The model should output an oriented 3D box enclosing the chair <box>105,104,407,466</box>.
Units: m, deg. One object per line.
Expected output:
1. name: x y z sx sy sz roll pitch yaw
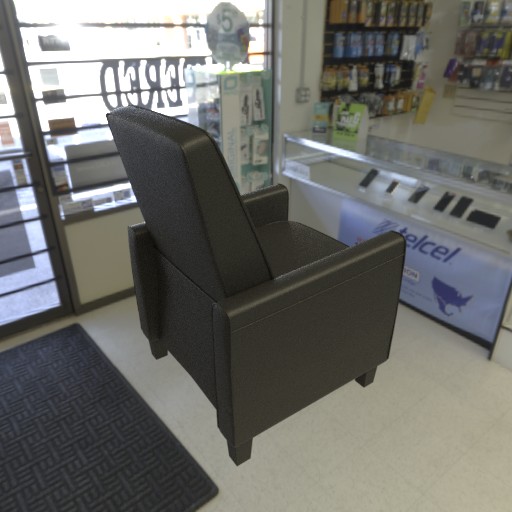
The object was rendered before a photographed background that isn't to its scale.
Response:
1. chair: 0.000 0.000 1.534 0.746 1.013 0.705 -18 32 -31
